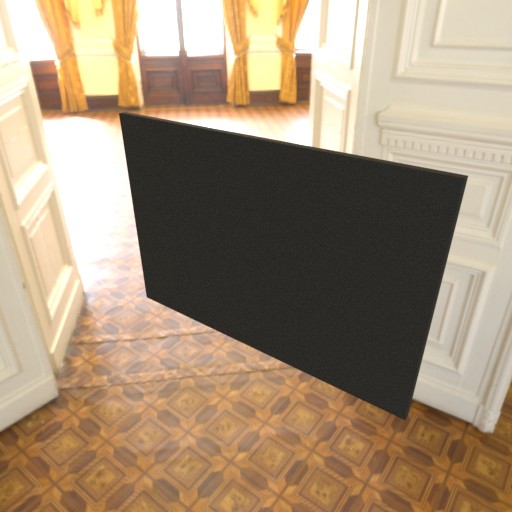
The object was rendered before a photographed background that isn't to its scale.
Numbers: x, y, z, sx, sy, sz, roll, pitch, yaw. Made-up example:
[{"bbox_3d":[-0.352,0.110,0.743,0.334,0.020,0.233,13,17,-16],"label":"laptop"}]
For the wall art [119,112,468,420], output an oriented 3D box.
[{"bbox_3d":[0.000,0.000,1.234,0.964,0.659,0.049,20,36,31],"label":"wall art"}]
